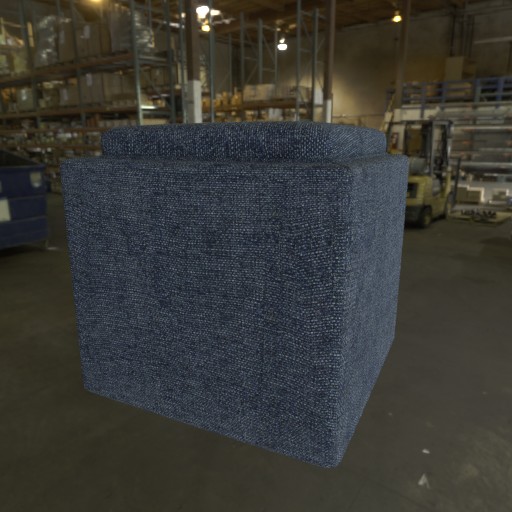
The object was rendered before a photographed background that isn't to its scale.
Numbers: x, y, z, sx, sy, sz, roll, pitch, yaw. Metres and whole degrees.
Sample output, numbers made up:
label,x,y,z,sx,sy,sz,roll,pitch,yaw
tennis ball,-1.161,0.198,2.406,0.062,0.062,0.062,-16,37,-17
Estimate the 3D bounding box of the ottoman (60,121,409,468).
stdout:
label,x,y,z,sx,sy,sz,roll,pitch,yaw
ottoman,0.000,0.000,0.801,0.450,0.460,0.450,7,16,25
